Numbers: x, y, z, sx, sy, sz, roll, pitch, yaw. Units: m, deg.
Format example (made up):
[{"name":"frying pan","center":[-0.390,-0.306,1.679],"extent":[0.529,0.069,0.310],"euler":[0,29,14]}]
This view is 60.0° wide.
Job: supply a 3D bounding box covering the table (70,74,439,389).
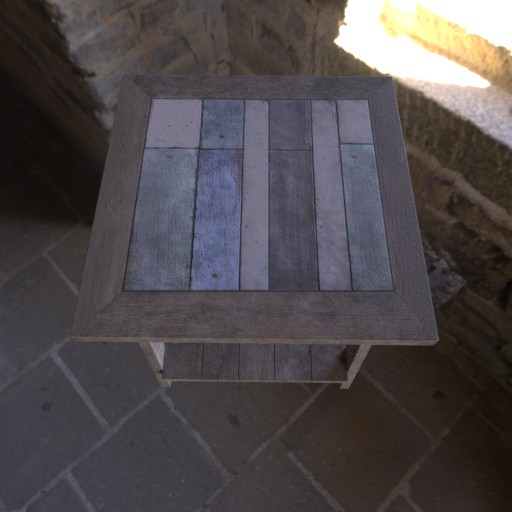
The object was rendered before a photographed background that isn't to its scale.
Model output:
[{"name":"table","center":[0.000,0.000,1.139],"extent":[0.610,0.610,0.610],"euler":[1,63,0]}]
